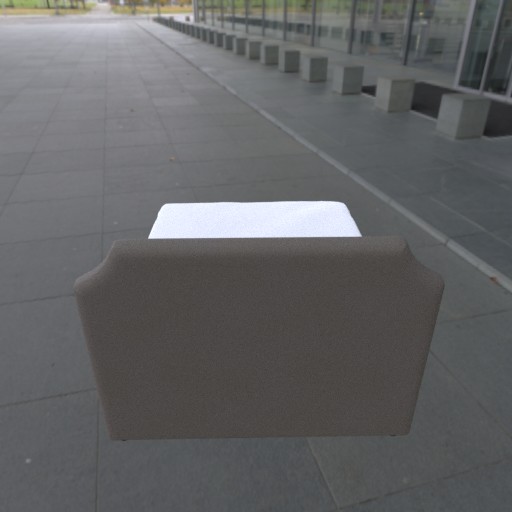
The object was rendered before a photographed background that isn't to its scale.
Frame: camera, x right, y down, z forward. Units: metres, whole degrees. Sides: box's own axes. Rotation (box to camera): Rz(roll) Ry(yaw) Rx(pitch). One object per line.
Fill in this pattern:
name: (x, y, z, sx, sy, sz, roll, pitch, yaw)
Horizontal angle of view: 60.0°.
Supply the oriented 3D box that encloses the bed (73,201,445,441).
bed: (0.000, 0.000, 3.808, 2.194, 1.561, 2.536, -1, 30, -1)
